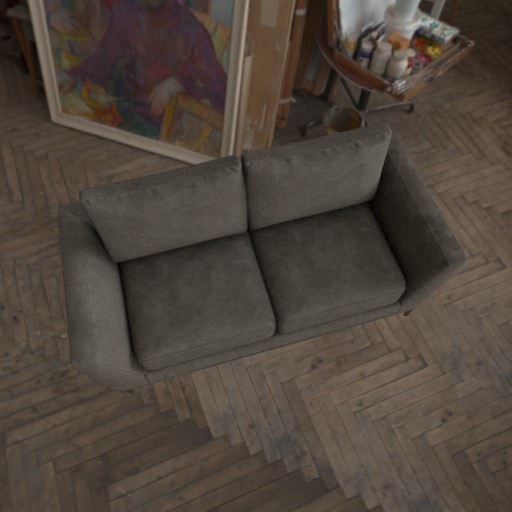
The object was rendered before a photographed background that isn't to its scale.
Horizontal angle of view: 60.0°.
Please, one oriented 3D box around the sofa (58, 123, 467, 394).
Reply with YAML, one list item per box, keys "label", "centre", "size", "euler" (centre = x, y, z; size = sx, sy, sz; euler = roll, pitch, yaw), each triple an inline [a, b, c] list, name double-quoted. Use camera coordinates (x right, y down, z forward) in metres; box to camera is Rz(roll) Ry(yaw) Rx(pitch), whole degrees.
- label: "sofa"
  centre: [0.000, 0.000, 2.338]
  size: [1.832, 1.013, 0.855]
  euler: [-14, 63, -7]
